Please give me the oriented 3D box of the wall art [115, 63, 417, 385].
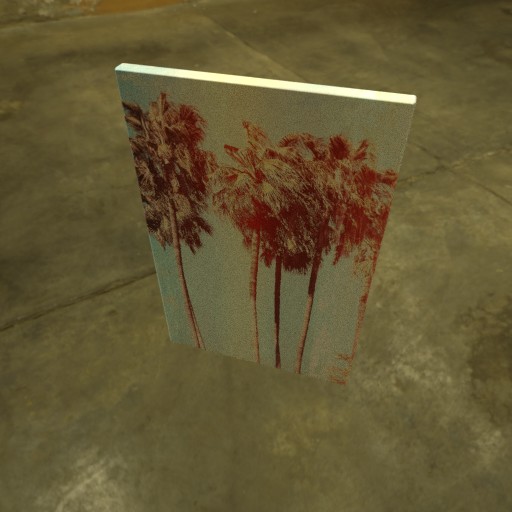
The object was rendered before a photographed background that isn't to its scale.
[{"bbox_3d":[0.000,0.000,1.168,0.605,0.915,0.037,11,43,12],"label":"wall art"}]
